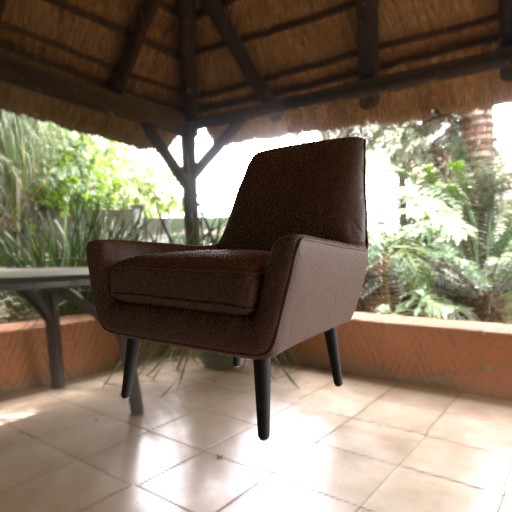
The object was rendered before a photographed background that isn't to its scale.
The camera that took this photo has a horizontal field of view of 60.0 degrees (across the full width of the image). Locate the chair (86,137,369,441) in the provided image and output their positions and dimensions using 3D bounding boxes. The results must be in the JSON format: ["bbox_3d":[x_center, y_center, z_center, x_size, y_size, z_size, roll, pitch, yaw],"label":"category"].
[{"bbox_3d":[0.000,0.000,1.497,0.787,0.888,0.824,0,0,36],"label":"chair"}]
